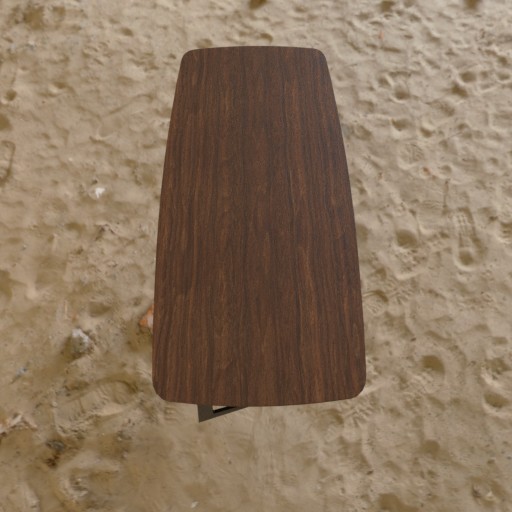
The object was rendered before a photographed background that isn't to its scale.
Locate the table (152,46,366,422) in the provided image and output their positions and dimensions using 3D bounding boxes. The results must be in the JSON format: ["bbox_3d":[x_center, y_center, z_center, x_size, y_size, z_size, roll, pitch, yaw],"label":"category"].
[{"bbox_3d":[0.000,0.000,1.102,0.361,0.576,0.804,-1,63,0],"label":"table"}]
